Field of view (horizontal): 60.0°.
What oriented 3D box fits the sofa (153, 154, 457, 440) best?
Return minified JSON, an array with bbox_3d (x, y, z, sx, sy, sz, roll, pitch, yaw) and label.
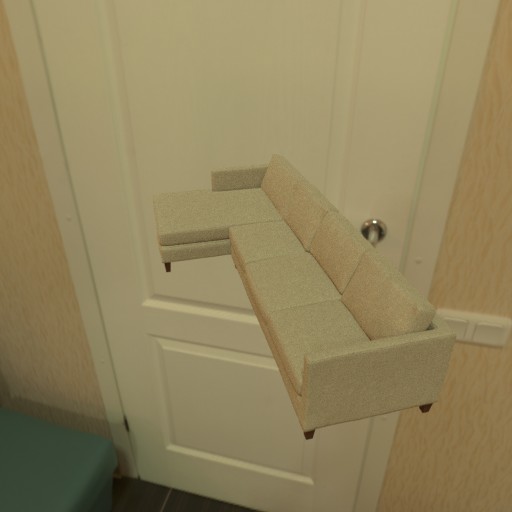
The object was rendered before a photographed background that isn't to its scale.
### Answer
[{"bbox_3d":[0.000,0.000,3.857,1.625,0.846,3.186,-8,32,-12],"label":"sofa"}]
